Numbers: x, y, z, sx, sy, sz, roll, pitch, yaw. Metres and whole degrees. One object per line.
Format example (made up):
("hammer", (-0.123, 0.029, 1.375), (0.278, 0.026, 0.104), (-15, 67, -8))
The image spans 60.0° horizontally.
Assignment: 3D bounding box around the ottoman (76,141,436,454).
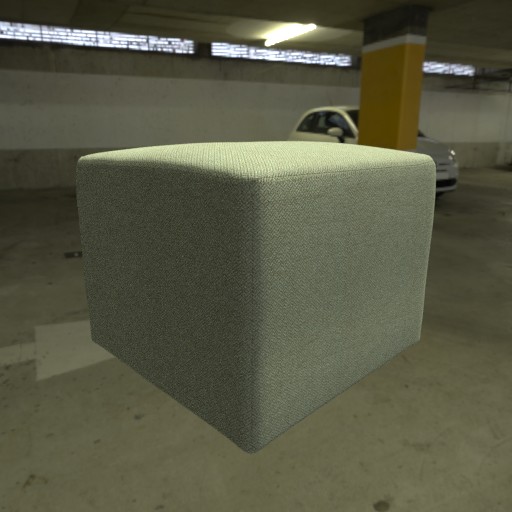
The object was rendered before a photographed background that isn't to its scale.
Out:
("ottoman", (0.000, 0.000, 0.908), (0.521, 0.453, 0.512), (-15, 21, -42))
